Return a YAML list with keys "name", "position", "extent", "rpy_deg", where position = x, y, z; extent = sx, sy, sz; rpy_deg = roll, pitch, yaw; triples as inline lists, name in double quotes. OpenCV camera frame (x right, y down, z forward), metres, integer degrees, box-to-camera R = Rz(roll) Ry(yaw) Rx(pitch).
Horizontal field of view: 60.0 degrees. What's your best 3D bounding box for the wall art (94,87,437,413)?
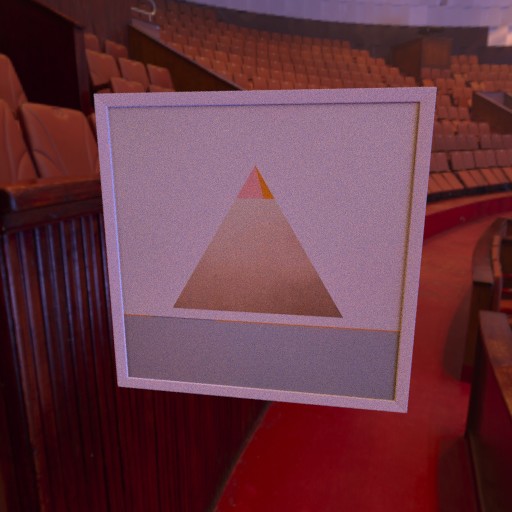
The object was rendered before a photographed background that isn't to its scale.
- name: "wall art"
  position: [0.000, 0.000, 1.093]
  extent: [0.768, 0.765, 0.041]
  rpy_deg: [2, 14, 9]
